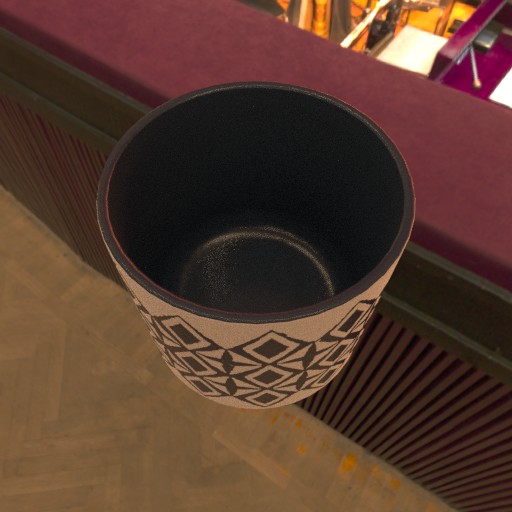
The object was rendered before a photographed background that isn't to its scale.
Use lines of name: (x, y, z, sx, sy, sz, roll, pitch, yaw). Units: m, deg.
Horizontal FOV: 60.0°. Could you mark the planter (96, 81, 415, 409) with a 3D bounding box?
planter: (0.000, 0.000, 0.283, 0.159, 0.144, 0.159, 0, 57, 0)
